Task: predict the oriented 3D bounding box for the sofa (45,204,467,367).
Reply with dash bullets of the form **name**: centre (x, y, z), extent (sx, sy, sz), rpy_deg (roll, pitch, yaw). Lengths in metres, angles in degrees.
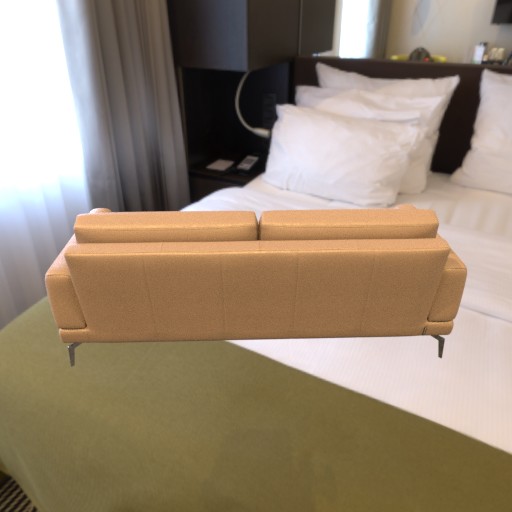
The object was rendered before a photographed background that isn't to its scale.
- **sofa**: centre (0.000, 0.000, 2.414), extent (1.940, 0.765, 0.974), rpy_deg (-1, 30, -2)
